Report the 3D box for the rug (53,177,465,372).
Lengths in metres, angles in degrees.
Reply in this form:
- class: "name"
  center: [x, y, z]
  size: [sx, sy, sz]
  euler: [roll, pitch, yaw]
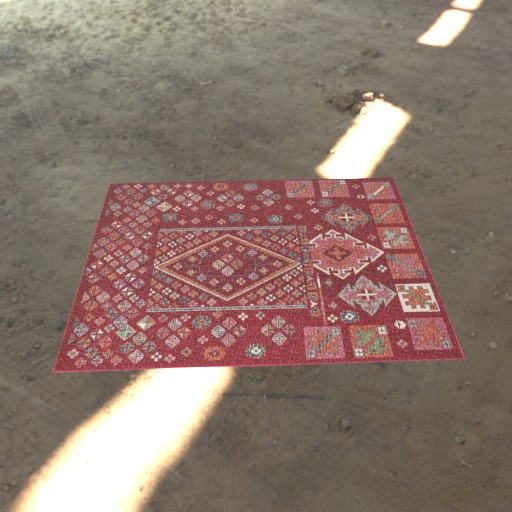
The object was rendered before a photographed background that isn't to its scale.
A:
- class: "rug"
  center: [0.000, 0.000, 4.353]
  size: [3.306, 0.011, 2.389]
  euler: [-1, 47, -1]
